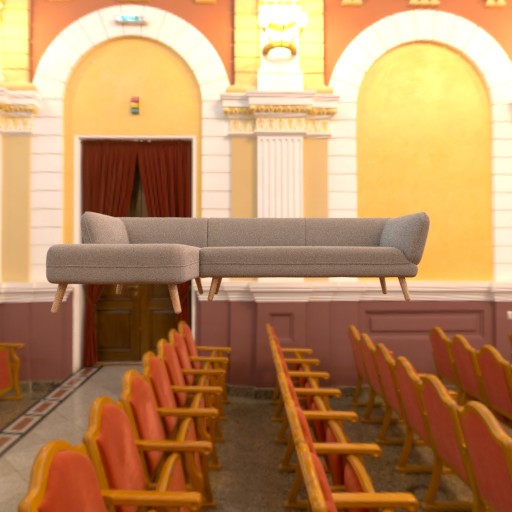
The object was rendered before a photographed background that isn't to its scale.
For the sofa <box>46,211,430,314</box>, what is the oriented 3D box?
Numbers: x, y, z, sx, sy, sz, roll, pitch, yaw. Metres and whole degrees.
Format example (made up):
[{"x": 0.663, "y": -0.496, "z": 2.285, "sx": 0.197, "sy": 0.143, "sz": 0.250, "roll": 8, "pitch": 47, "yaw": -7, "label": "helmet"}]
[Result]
[{"x": 0.000, "y": 0.000, "z": 3.324, "sx": 2.653, "sy": 0.693, "sz": 1.532, "roll": 0, "pitch": 0, "yaw": -1, "label": "sofa"}]
